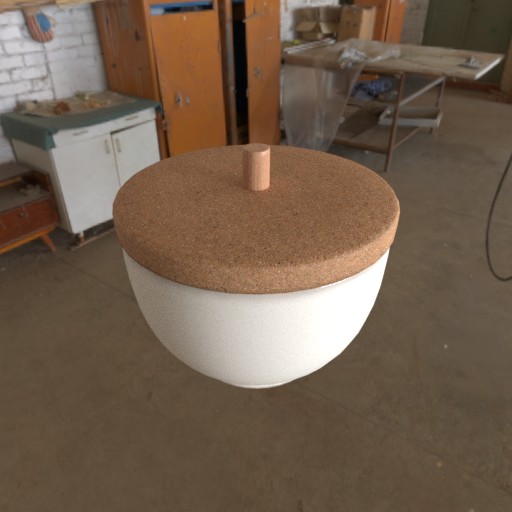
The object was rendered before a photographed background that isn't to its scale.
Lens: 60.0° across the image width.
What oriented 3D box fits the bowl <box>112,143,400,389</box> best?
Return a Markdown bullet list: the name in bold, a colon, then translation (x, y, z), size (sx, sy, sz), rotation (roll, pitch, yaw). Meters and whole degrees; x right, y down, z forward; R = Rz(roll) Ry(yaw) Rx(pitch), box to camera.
- **bowl**: translation (0.000, 0.000, 0.219), size (0.126, 0.110, 0.126), rotation (0, 33, 0)
